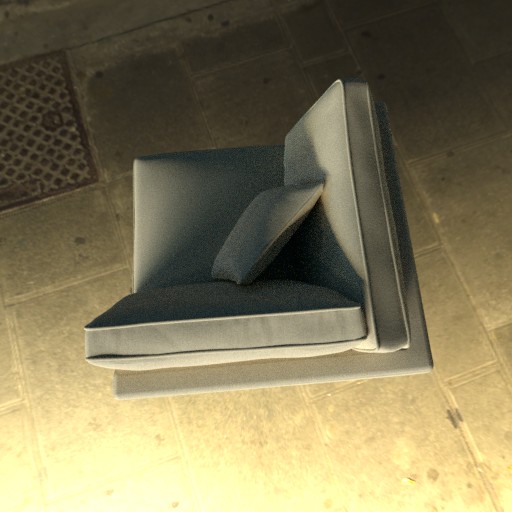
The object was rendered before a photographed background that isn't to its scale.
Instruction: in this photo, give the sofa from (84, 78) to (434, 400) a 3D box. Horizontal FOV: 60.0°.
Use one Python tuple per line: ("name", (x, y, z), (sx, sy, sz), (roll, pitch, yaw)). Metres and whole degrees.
("sofa", (0.000, 0.000, 1.939), (1.146, 1.002, 1.084), (-5, 76, -1))
